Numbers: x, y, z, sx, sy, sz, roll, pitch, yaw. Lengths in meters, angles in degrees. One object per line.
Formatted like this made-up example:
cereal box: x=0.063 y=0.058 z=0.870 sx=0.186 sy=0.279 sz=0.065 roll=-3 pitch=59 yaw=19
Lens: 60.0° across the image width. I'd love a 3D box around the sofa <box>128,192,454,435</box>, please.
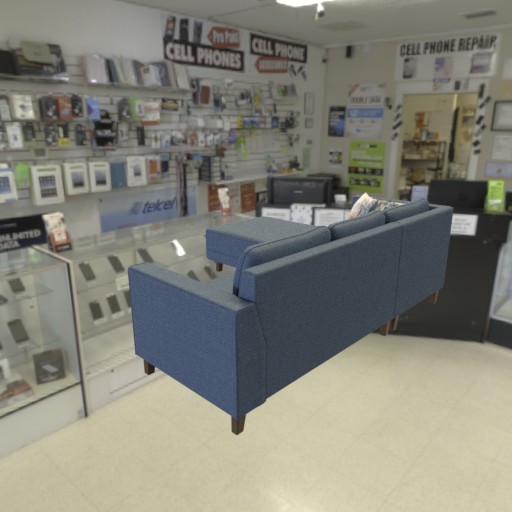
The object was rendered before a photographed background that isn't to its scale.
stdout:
sofa: x=0.000 y=0.000 z=3.070 sx=1.829 sy=0.787 sz=2.120 roll=16 pitch=23 yaw=42
